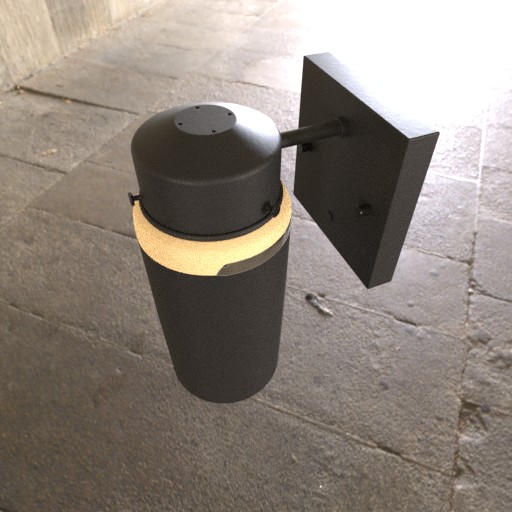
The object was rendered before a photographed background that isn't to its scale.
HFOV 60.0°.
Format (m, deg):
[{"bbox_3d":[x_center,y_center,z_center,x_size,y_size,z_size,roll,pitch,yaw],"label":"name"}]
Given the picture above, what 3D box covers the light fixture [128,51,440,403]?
[{"bbox_3d":[0.000,0.000,0.363,0.176,0.257,0.130,-17,48,-16],"label":"light fixture"}]
